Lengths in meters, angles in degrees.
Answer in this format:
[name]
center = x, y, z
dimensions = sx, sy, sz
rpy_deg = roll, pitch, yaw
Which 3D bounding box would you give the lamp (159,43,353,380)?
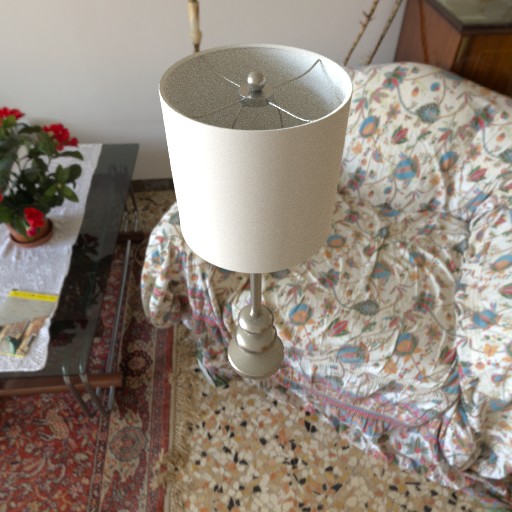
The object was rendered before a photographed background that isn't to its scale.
[lamp]
center = 0.000, 0.000, 0.823
dimensions = 0.254, 0.690, 0.254
rpy_deg = -32, 54, -27
